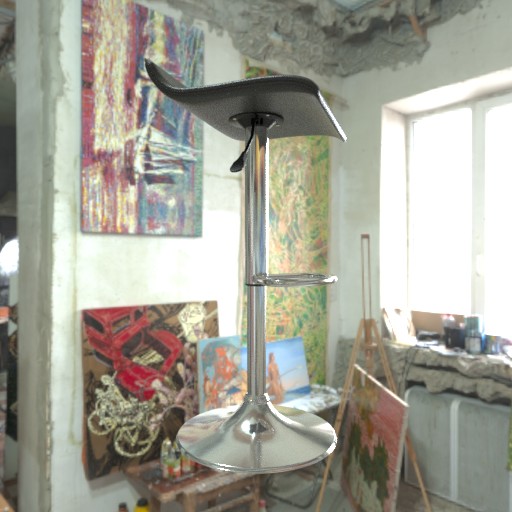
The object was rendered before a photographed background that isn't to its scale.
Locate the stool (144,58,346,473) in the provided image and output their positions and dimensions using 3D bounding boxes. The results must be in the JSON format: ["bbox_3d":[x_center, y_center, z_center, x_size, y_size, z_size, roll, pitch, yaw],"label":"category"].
[{"bbox_3d":[0.000,0.000,1.057,0.381,0.851,0.381,0,0,19],"label":"stool"}]
